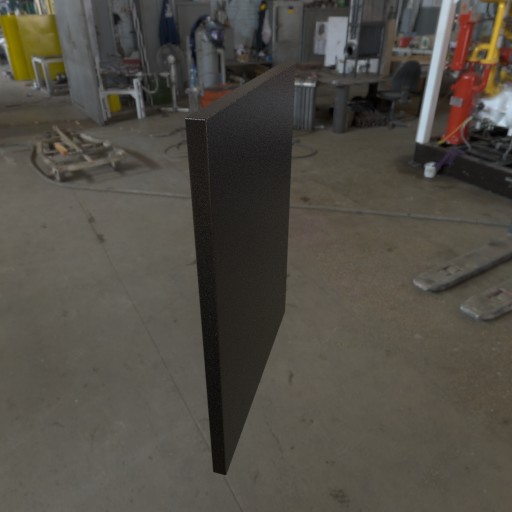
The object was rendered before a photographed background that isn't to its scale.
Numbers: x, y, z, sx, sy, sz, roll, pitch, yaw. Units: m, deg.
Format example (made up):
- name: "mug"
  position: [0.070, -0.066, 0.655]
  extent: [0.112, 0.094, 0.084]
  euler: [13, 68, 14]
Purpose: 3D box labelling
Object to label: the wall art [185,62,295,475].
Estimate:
- name: "wall art"
  position: [0.000, 0.000, 1.611]
  extent: [0.053, 1.194, 0.950]
  euler: [8, 31, 13]
